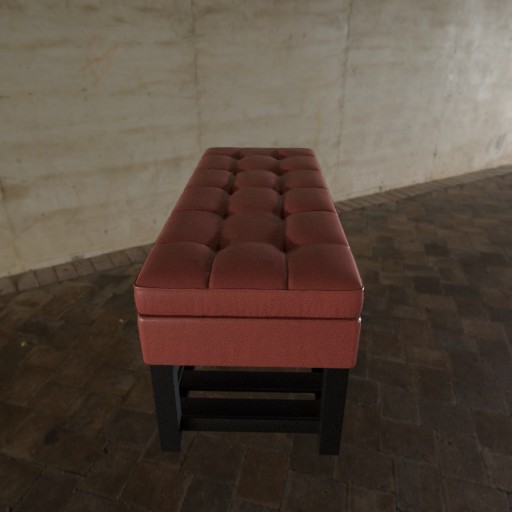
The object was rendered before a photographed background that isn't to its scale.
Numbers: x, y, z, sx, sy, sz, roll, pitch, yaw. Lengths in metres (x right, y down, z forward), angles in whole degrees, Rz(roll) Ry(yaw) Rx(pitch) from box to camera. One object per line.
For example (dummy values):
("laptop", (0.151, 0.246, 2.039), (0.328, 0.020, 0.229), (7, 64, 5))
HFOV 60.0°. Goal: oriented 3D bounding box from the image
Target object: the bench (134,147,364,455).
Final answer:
("bench", (0.000, 0.000, 1.380), (0.432, 0.460, 1.105), (1, 27, 1))
